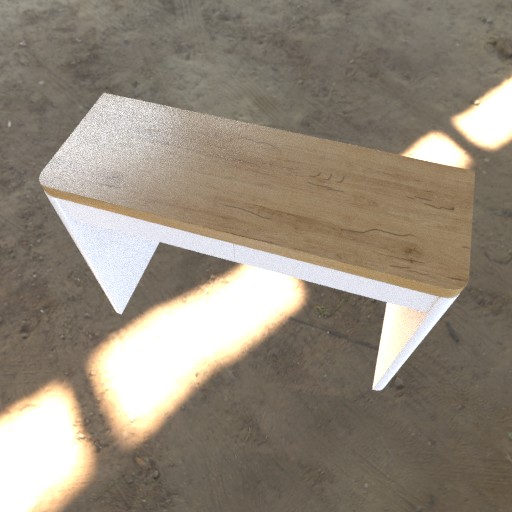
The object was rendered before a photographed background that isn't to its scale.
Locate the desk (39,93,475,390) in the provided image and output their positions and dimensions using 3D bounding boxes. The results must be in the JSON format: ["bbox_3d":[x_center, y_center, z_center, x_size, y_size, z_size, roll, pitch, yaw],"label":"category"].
[{"bbox_3d":[0.000,0.000,1.485,1.100,0.760,0.390,15,58,9],"label":"desk"}]
